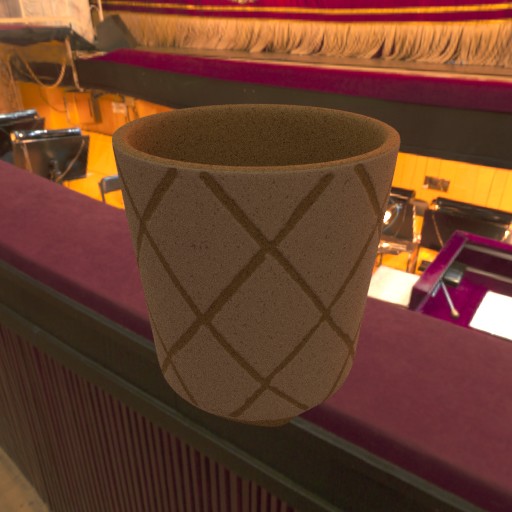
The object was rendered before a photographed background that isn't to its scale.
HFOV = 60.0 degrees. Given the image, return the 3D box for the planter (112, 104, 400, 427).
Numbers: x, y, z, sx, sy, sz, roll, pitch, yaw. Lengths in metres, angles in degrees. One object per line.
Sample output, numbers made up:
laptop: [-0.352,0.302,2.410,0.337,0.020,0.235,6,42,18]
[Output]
planter: [0.000,0.000,0.350,0.191,0.199,0.191,0,28,0]
